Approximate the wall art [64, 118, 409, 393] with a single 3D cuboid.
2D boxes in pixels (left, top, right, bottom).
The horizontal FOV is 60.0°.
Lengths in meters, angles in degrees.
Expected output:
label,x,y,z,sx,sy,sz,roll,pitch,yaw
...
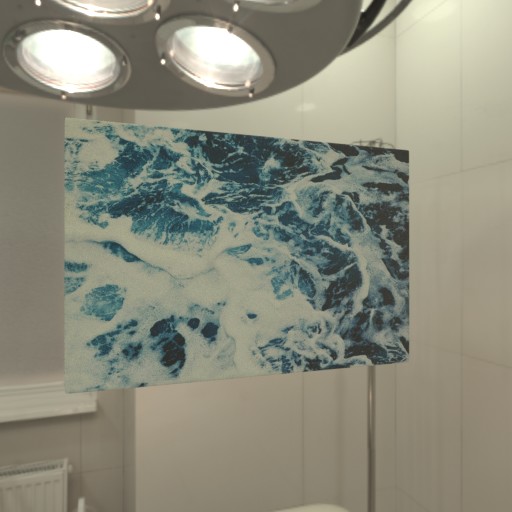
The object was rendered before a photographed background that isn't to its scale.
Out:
label,x,y,z,sx,sy,sz,roll,pitch,yaw
wall art,0.000,0.000,0.770,0.609,0.407,0.043,0,0,-19
